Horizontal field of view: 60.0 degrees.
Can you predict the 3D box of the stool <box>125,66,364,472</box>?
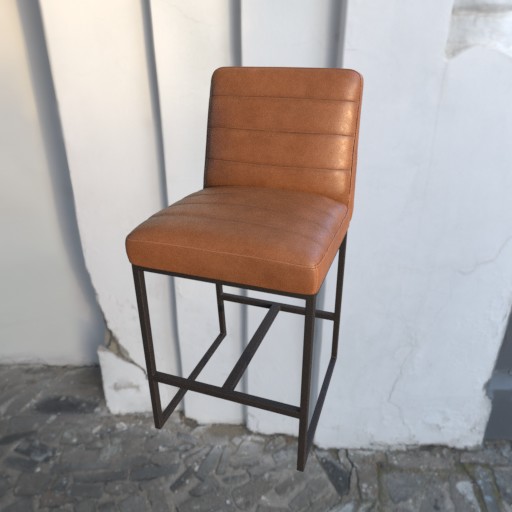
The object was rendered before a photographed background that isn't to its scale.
[{"bbox_3d":[0.000,0.000,1.220,0.458,0.940,0.556,9,27,17],"label":"stool"}]
